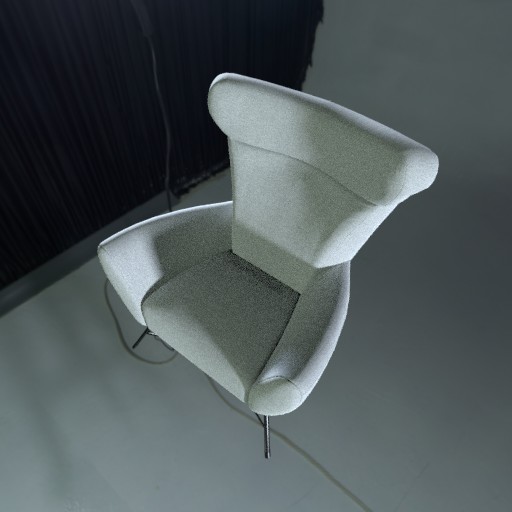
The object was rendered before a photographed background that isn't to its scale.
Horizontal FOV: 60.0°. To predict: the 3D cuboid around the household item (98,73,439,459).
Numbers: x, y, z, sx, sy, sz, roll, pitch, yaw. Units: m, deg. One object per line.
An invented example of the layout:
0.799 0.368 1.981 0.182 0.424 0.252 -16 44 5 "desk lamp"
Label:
0.000 0.000 1.771 0.980 1.050 0.900 31 55 25 "household item"
